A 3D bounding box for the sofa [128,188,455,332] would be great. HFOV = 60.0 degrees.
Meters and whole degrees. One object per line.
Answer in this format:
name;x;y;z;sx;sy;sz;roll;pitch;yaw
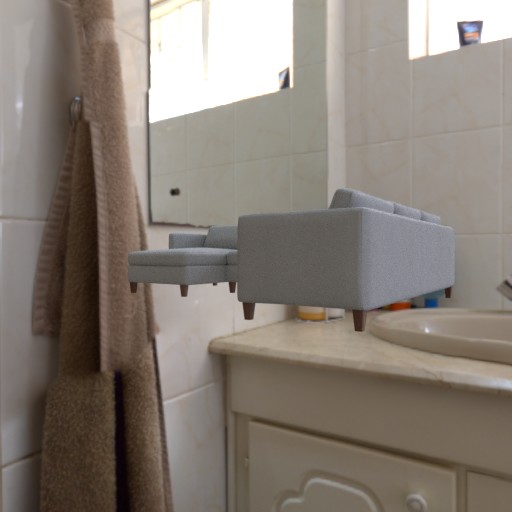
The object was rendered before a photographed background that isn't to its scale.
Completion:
sofa;0.000;0.000;4.413;3.238;0.853;2.551;0;0;35
